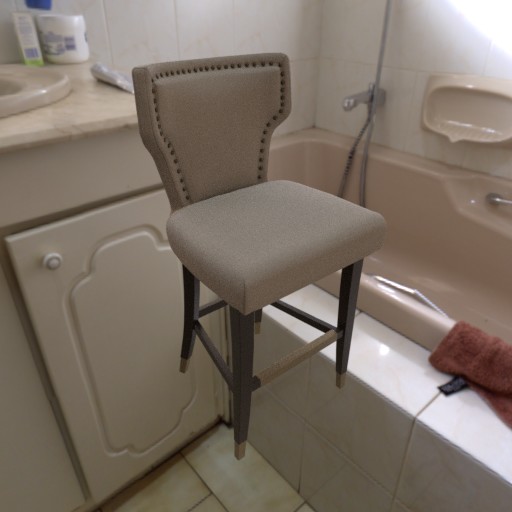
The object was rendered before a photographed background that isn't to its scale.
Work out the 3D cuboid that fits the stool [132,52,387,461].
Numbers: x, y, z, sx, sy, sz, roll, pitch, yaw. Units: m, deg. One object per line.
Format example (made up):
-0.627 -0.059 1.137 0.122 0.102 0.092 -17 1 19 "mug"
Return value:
0.000 0.000 1.365 0.526 1.092 0.563 -22 37 -33 "stool"
